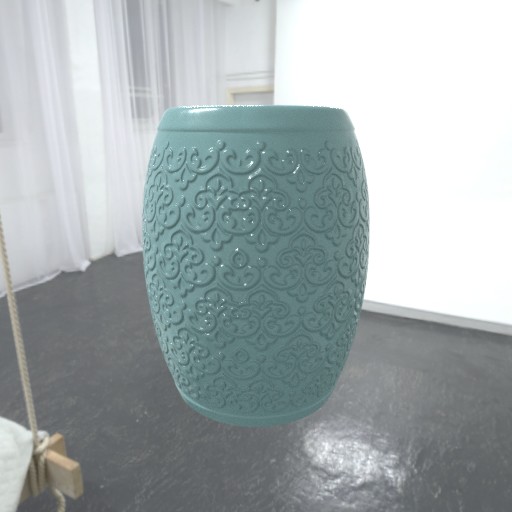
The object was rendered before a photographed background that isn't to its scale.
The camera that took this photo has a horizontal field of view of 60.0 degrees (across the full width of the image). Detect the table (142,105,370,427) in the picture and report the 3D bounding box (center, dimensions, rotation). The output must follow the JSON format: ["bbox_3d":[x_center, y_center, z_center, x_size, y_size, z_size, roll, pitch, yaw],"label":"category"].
[{"bbox_3d":[0.000,0.000,0.627,0.309,0.397,0.309,0,16,0],"label":"table"}]
